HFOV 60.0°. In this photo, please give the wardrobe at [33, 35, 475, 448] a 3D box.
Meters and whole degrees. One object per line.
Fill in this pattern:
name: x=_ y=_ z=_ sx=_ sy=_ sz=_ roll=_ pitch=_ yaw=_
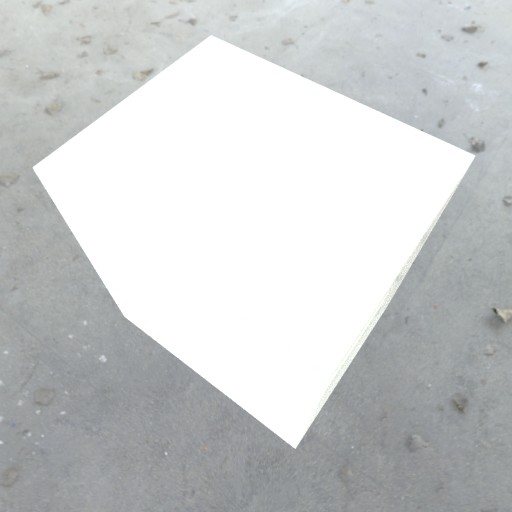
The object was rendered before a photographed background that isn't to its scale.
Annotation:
wardrobe: x=0.000 y=0.000 z=0.860 sx=0.500 sy=0.520 sz=0.400 roll=32 pitch=64 yaw=18
